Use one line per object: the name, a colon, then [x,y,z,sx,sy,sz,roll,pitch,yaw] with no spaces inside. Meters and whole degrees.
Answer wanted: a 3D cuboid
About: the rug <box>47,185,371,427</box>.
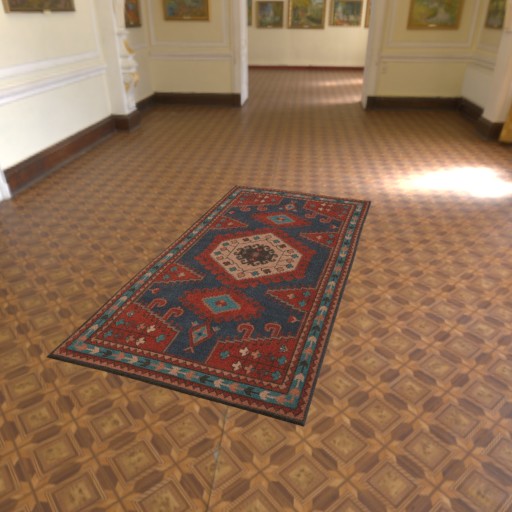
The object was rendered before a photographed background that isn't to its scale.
rug: [0.000,0.000,3.592,1.522,0.034,3.032,9,30,16]
